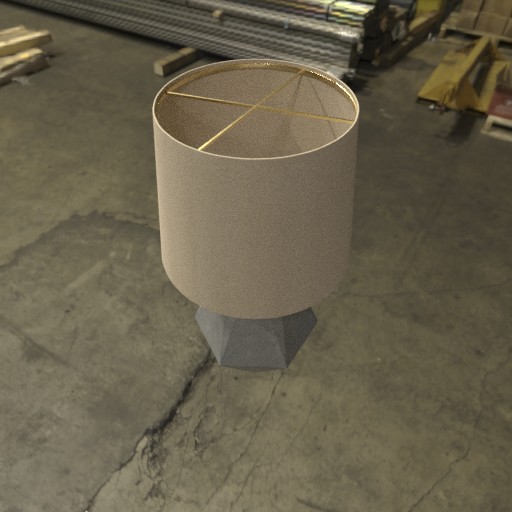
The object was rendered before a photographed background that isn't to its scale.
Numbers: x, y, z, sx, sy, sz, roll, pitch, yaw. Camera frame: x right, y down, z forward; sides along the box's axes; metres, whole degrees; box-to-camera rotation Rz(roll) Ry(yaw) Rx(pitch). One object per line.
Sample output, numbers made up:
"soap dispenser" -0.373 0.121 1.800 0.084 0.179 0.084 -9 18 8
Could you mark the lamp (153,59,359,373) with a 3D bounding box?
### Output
"lamp" 0.000 0.000 0.677 0.276 0.501 0.276 0 46 0
